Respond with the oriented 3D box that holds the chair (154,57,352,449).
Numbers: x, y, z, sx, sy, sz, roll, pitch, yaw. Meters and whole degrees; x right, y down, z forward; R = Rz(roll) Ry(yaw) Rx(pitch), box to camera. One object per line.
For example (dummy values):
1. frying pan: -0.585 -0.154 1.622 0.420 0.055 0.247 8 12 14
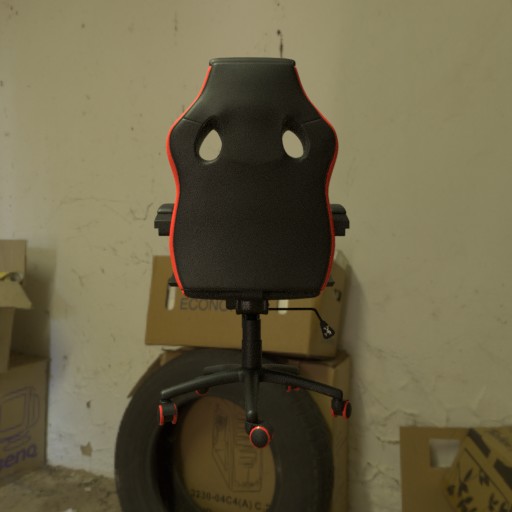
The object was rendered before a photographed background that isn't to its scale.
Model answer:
1. chair: 0.000 0.000 1.415 0.600 1.016 0.642 0 -2 -1
